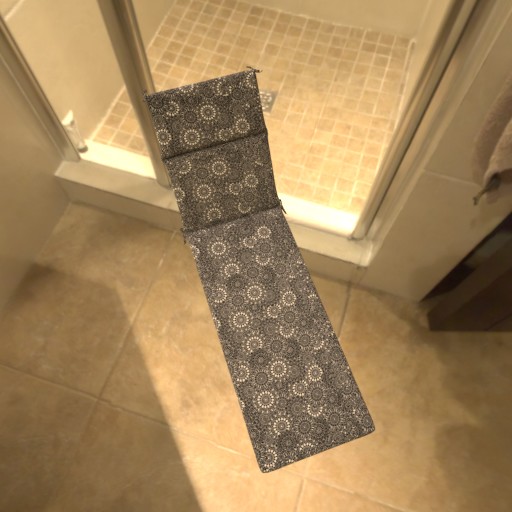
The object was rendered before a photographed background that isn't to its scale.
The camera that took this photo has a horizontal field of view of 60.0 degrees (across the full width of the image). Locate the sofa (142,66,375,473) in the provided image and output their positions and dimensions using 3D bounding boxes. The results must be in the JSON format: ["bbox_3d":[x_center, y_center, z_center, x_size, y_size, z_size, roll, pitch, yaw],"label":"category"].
[{"bbox_3d":[0.000,0.000,1.958,0.582,0.622,1.663,-17,65,-8],"label":"sofa"}]
